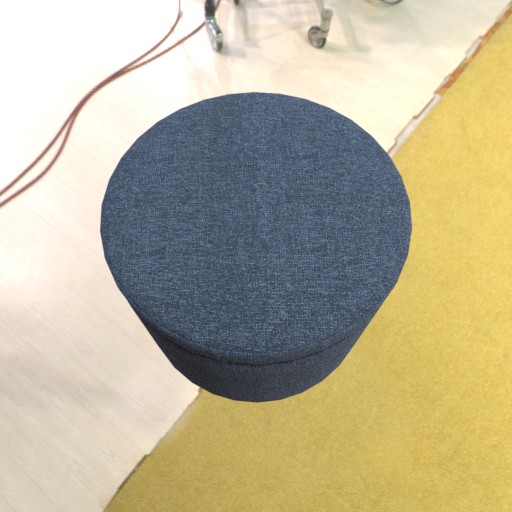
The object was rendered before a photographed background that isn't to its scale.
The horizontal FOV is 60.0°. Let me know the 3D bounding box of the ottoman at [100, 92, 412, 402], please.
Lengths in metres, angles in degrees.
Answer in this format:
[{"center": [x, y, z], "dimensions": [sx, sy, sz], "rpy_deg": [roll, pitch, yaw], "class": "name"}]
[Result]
[{"center": [0.000, 0.000, 0.877], "dimensions": [0.500, 0.419, 0.500], "rpy_deg": [0, 62, 0], "class": "ottoman"}]
